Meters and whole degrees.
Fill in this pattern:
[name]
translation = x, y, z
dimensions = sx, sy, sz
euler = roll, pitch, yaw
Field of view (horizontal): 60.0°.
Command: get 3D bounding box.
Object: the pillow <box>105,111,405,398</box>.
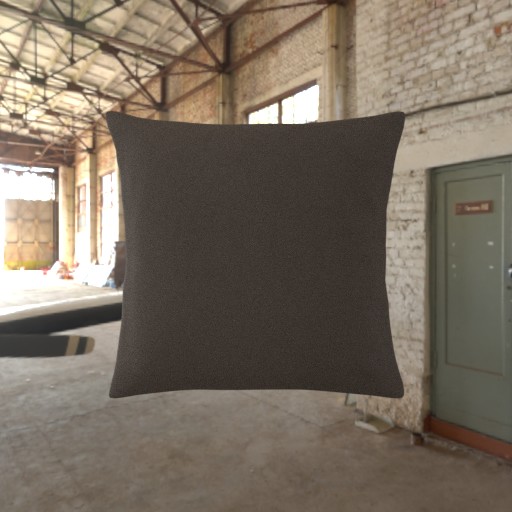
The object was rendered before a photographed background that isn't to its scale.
[pillow]
translation = 0.000, 0.000, 0.783
dimensions = 0.526, 0.507, 0.166
euler = 0, 1, 0
